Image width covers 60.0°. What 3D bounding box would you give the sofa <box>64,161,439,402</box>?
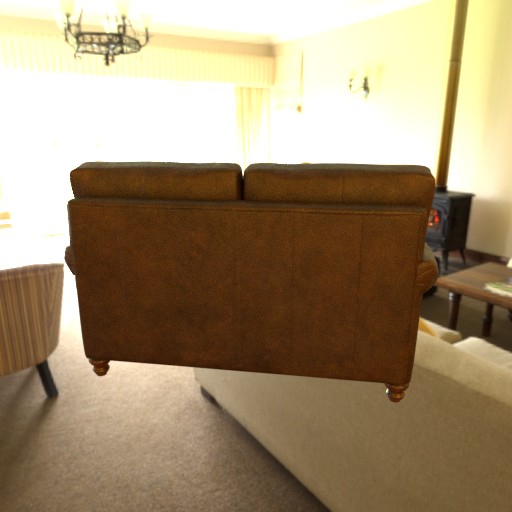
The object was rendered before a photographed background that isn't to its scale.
[{"bbox_3d":[0.000,0.000,2.257,1.616,0.976,0.990,2,16,9],"label":"sofa"}]
